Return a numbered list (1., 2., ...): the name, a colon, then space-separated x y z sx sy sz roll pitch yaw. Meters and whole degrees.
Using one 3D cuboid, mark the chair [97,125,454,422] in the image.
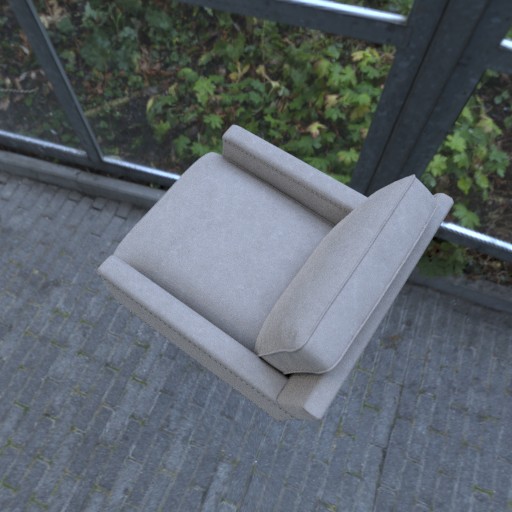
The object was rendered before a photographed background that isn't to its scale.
1. chair: 0.000 0.000 1.734 1.014 0.943 0.853 33 69 14
